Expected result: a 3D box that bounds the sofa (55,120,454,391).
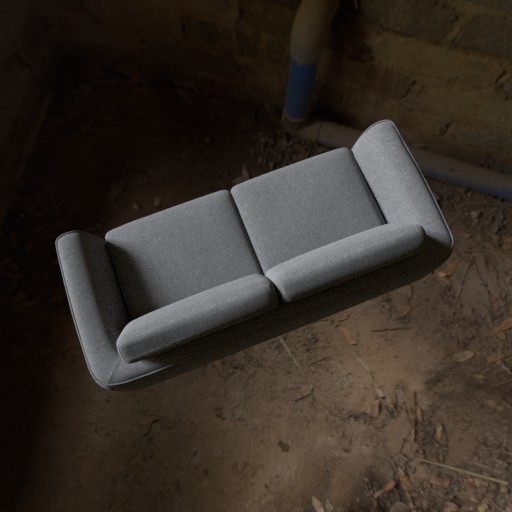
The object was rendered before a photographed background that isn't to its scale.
[{"bbox_3d":[0.000,0.000,2.505,2.000,0.870,0.920,-21,77,-5],"label":"sofa"}]
